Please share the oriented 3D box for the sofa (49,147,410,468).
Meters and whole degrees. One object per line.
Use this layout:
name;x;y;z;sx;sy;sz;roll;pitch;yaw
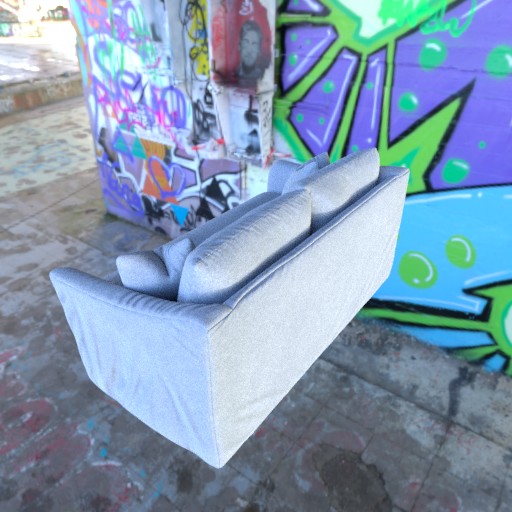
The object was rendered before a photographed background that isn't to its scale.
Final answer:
sofa;0.000;0.000;2.646;1.072;1.018;2.010;21;37;30
